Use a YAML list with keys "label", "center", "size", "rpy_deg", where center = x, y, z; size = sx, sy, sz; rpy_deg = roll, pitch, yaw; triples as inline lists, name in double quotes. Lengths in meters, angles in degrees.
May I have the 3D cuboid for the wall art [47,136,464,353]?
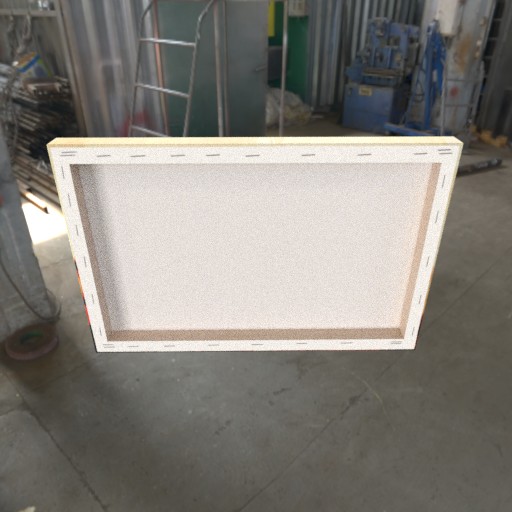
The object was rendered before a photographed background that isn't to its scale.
- label: "wall art"
  center: [0.000, 0.000, 0.767]
  size: [0.613, 0.402, 0.040]
  rpy_deg: [0, 30, -1]
